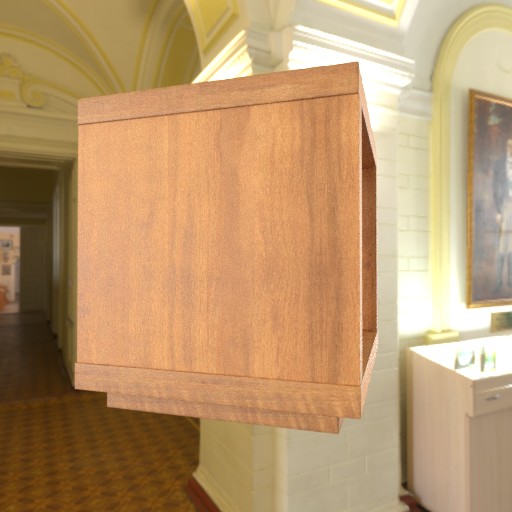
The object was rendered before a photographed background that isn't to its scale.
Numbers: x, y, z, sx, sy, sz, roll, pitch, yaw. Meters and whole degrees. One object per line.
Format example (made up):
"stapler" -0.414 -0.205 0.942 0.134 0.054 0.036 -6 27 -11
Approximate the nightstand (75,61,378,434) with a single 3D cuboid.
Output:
"nightstand" 0.000 0.000 0.861 0.436 0.491 0.493 0 -1 18
